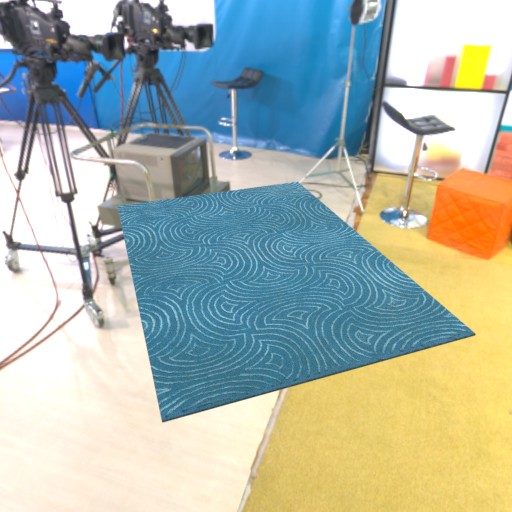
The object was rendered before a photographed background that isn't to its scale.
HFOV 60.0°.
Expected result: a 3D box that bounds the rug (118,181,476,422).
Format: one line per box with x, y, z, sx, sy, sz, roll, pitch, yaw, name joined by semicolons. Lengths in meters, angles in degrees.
0.000;0.000;2.831;1.543;0.015;2.144;-10;33;-17;rug
